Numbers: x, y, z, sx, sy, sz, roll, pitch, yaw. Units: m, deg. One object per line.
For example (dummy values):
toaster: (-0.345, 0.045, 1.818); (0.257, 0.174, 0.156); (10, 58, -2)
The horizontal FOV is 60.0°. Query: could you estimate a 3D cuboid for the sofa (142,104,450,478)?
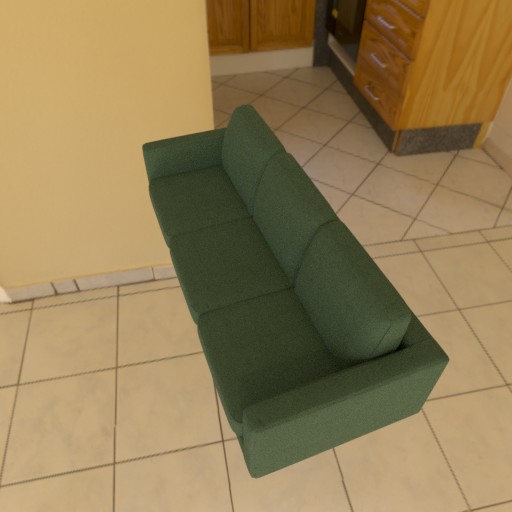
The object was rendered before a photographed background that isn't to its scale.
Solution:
sofa: (0.000, 0.000, 2.467); (0.879, 0.899, 2.029); (-15, 48, -15)
